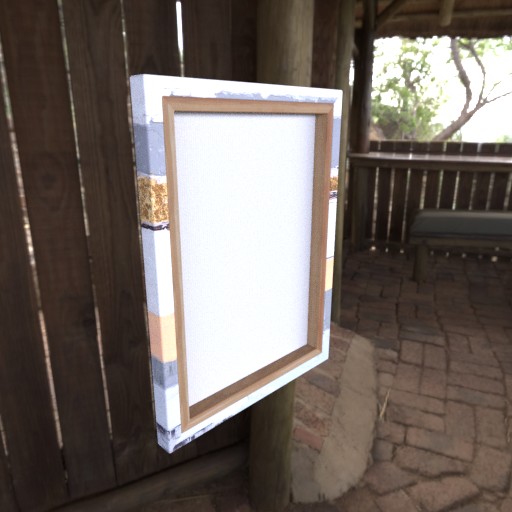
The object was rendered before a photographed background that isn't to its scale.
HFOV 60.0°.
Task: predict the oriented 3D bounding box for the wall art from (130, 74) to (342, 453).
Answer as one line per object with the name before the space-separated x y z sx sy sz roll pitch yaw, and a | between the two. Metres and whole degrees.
wall art | 0.000 0.000 0.841 0.456 0.609 0.038 -16 23 -42
